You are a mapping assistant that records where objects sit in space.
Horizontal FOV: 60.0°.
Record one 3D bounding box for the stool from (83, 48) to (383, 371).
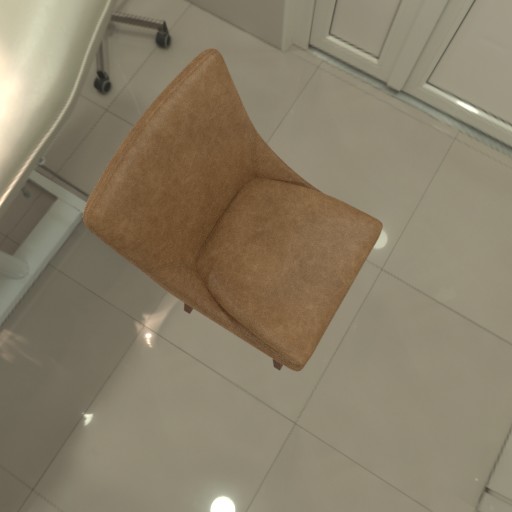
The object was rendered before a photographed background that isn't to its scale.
[{"bbox_3d":[0.000,0.000,1.373,0.572,1.079,0.487,31,78,7],"label":"stool"}]
